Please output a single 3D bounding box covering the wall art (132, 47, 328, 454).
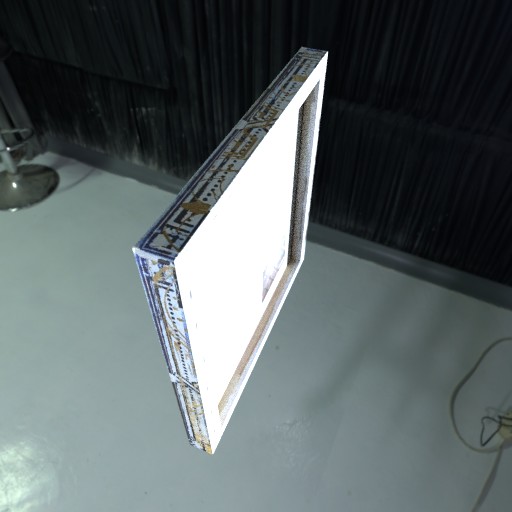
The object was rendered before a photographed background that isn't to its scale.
[{"bbox_3d":[0.000,0.000,0.617,0.038,0.410,0.411,17,49,15],"label":"wall art"}]
